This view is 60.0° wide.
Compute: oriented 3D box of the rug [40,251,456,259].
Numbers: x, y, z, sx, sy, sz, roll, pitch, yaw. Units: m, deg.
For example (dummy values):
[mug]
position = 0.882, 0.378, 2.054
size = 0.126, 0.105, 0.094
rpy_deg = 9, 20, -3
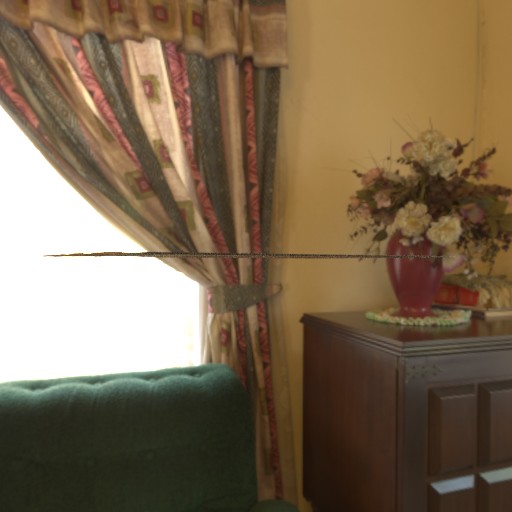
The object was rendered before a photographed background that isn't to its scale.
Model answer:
[rug]
position = 0.000, 0.000, 1.870
size = 1.541, 0.013, 0.920
rpy_deg = 1, -1, -36
